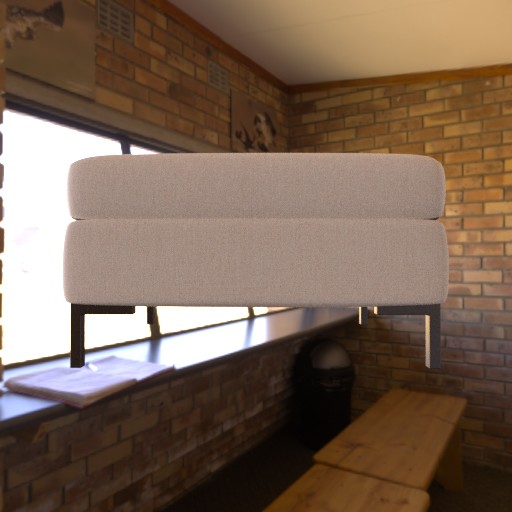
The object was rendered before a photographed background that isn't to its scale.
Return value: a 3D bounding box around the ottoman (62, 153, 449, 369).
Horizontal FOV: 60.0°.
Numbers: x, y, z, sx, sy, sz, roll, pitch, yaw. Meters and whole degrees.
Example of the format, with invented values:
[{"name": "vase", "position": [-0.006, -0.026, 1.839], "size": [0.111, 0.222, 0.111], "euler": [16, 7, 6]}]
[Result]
[{"name": "ottoman", "position": [0.000, 0.000, 1.195], "size": [0.794, 0.453, 0.657], "euler": [0, -1, 1]}]
